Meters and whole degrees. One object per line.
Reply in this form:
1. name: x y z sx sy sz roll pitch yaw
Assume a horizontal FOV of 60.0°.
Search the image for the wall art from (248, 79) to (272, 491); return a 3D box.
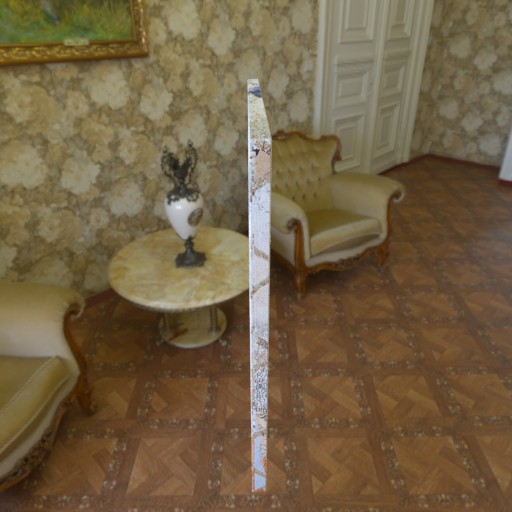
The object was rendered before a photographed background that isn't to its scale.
1. wall art: 0.000 0.000 1.345 0.039 0.914 0.912 -1 27 -1
